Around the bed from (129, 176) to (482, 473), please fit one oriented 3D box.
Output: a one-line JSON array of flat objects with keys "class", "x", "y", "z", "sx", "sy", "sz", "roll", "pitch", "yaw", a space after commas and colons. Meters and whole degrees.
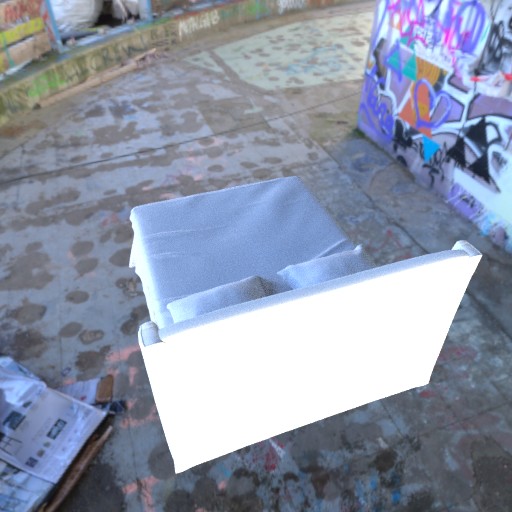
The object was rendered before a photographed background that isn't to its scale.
[{"class": "bed", "x": 0.000, "y": 0.000, "z": 3.454, "sx": 1.925, "sy": 1.332, "sz": 2.276, "roll": -13, "pitch": 42, "yaw": -15}]
